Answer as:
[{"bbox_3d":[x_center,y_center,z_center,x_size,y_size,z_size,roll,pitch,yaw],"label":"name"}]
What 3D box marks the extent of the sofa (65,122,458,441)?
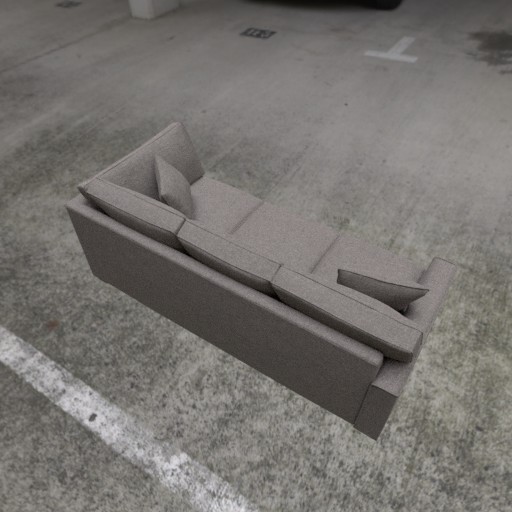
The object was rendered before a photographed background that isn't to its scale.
[{"bbox_3d":[0.000,0.000,2.946,2.317,0.962,1.061,25,51,22],"label":"sofa"}]
